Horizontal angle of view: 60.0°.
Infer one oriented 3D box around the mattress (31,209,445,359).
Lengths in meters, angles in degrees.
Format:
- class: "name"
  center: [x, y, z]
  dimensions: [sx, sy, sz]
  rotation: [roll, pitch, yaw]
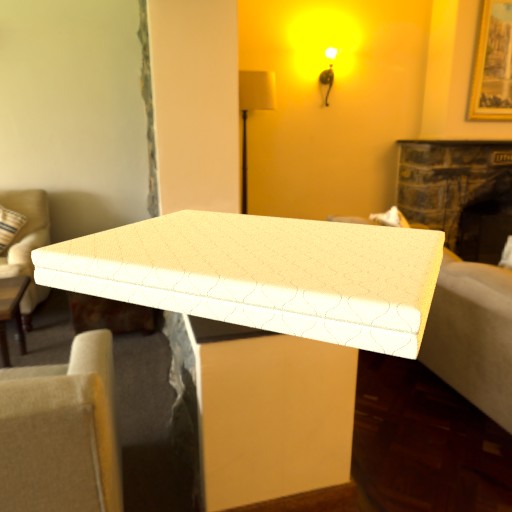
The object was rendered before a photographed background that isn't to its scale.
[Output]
- class: "mattress"
  center: [0.000, 0.000, 2.511]
  dimensions: [1.900, 0.200, 1.400]
  rotation: [7, 17, 24]
